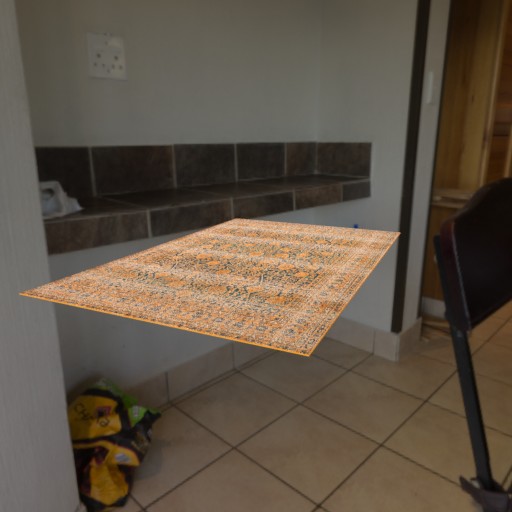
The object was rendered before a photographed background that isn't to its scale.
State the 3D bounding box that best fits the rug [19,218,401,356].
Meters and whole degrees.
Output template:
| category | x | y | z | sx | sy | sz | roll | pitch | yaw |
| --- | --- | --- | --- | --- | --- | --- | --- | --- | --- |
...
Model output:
| category | x | y | z | sx | sy | sz | roll | pitch | yaw |
| --- | --- | --- | --- | --- | --- | --- | --- | --- | --- |
| rug | 0.000 | 0.000 | 2.931 | 1.525 | 0.007 | 2.336 | 7 | 17 | 24 |
